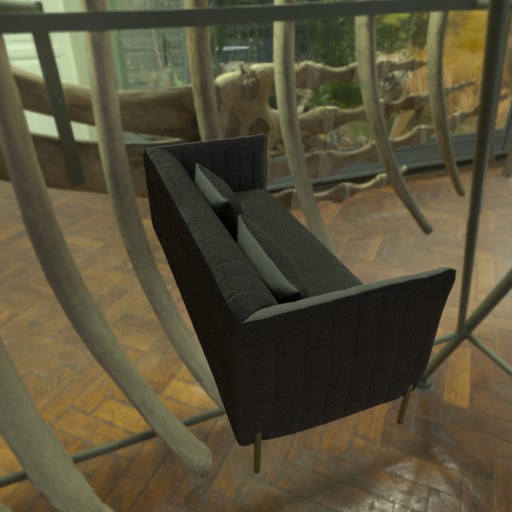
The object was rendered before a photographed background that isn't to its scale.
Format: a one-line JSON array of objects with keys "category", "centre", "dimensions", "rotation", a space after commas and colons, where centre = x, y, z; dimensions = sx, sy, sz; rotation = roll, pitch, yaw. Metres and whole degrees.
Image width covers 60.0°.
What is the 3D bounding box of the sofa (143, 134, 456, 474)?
[{"category": "sofa", "centre": [0.000, 0.000, 2.442], "dimensions": [0.876, 0.780, 1.980], "rotation": [-11, 33, -18]}]
